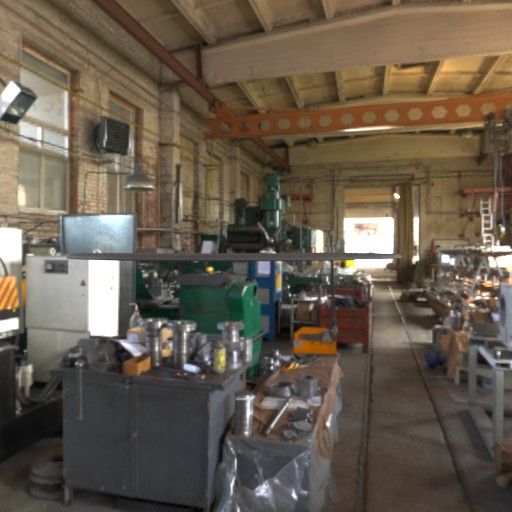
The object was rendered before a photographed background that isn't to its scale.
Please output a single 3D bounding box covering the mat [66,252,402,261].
[{"bbox_3d":[0.000,0.000,1.868,1.525,0.022,0.917,0,1,-18],"label":"mat"}]
